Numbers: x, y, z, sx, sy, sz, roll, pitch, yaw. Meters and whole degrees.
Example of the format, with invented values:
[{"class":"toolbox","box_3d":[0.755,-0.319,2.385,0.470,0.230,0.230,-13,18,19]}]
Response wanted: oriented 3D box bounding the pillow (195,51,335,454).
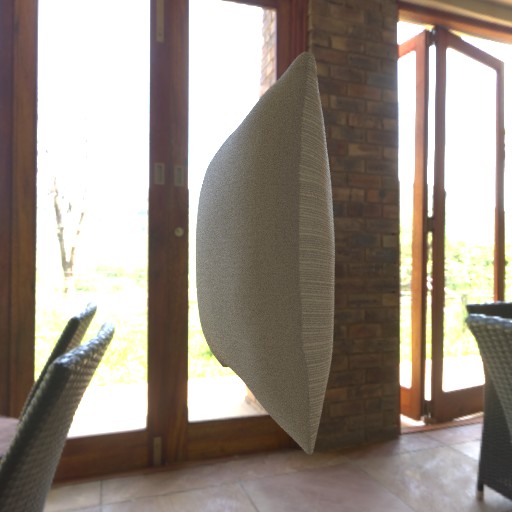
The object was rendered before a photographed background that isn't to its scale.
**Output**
[{"class":"pillow","box_3d":[0.000,0.000,0.784,0.204,0.497,0.512,0,-1,-16]}]
